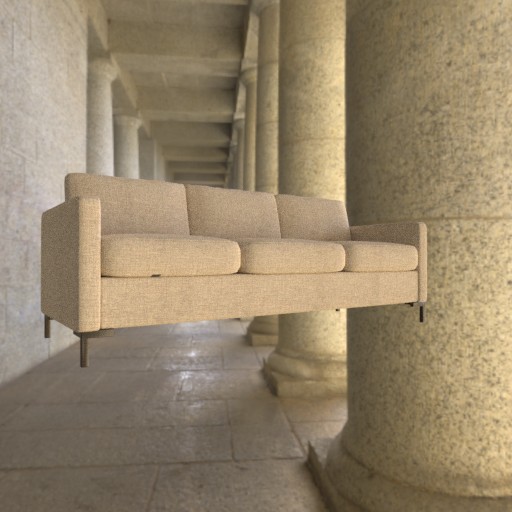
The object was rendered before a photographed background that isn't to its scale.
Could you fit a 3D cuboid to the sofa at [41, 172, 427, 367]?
[{"bbox_3d":[0.000,0.000,2.647,2.218,0.874,0.859,0,-1,-35],"label":"sofa"}]
